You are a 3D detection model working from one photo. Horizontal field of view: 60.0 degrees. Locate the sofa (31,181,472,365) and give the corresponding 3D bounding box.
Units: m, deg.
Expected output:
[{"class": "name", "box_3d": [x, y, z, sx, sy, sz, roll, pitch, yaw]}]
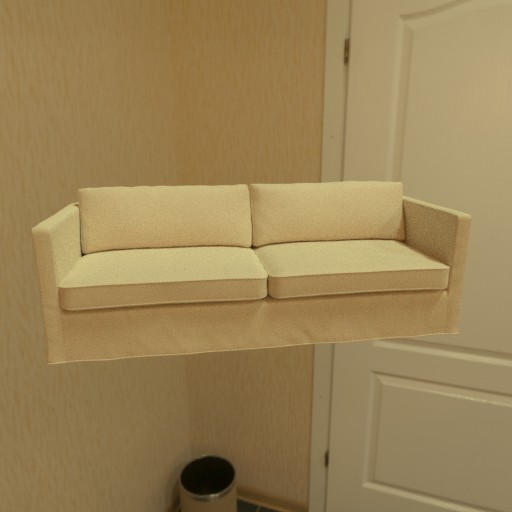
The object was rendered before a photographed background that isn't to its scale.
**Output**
[{"class": "sofa", "box_3d": [0.000, 0.000, 3.256, 2.779, 0.999, 1.036, -2, 16, -9]}]
